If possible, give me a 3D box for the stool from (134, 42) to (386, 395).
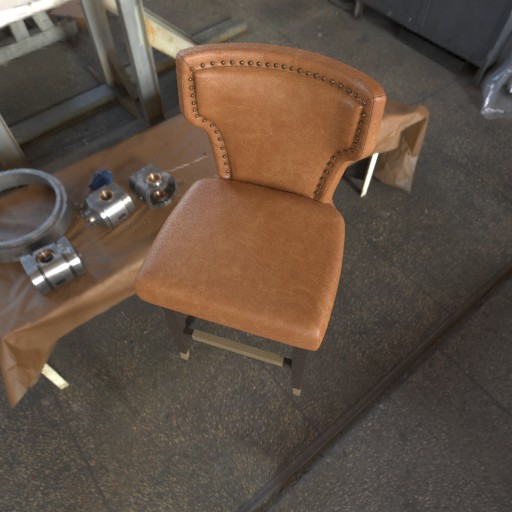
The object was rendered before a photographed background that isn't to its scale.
[{"bbox_3d":[0.000,0.000,1.387,0.526,1.092,0.563,15,58,10],"label":"stool"}]
